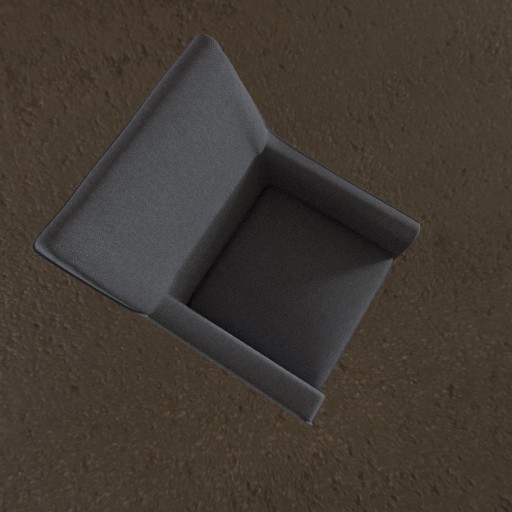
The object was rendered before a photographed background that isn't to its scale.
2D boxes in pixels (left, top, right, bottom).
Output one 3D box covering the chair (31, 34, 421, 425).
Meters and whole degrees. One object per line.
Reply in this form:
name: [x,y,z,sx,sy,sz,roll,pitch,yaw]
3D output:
chair: [0.000,0.000,1.570,0.899,0.919,0.780,32,78,8]
